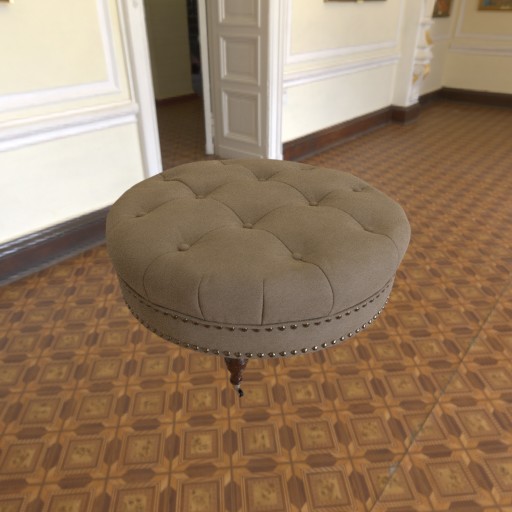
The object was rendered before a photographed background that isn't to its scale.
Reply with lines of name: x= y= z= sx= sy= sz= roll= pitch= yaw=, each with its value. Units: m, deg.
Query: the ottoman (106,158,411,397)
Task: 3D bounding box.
ottoman: x=0.000 y=0.000 z=1.415 sx=0.901 sy=0.439 sz=0.901 roll=0 pitch=30 yaw=0
